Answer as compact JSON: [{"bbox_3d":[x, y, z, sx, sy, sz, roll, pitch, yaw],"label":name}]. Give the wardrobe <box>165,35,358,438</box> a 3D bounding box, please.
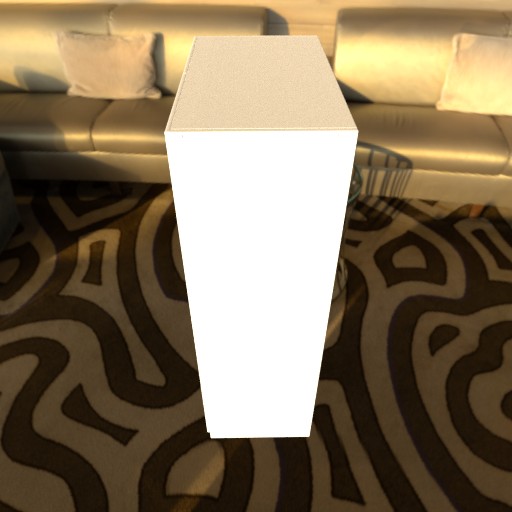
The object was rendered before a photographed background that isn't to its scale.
[{"bbox_3d":[0.000,0.000,2.243,0.577,1.808,0.991,-1,41,-1],"label":"wardrobe"}]
